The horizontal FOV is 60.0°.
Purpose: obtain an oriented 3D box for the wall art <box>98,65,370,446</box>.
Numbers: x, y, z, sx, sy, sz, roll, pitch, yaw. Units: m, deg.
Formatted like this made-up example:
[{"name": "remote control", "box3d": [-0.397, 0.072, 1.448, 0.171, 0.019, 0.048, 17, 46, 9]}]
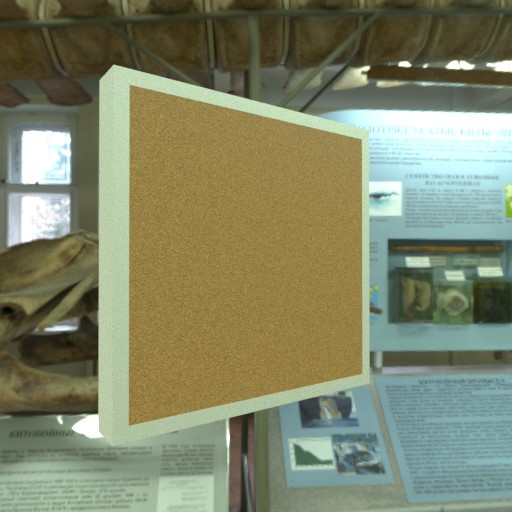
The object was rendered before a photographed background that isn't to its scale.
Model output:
[{"name": "wall art", "box3d": [0.000, 0.000, 0.454, 0.305, 0.302, 0.038, 0, -1, -36]}]
